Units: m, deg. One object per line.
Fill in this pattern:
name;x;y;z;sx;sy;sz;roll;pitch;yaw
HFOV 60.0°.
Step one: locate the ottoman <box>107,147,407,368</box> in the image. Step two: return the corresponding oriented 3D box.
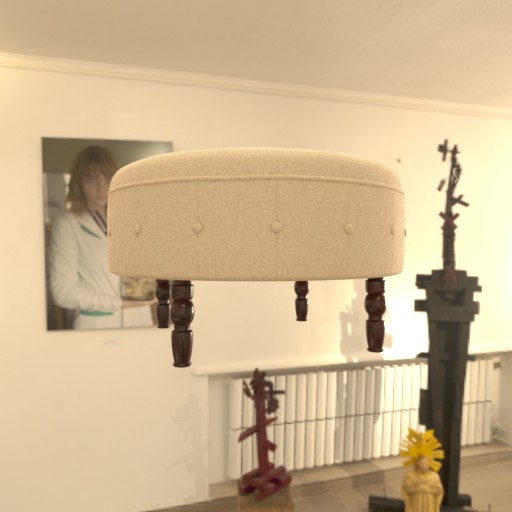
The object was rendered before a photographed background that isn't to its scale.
ottoman;0.000;0.000;1.335;0.848;0.494;0.848;0;1;0
